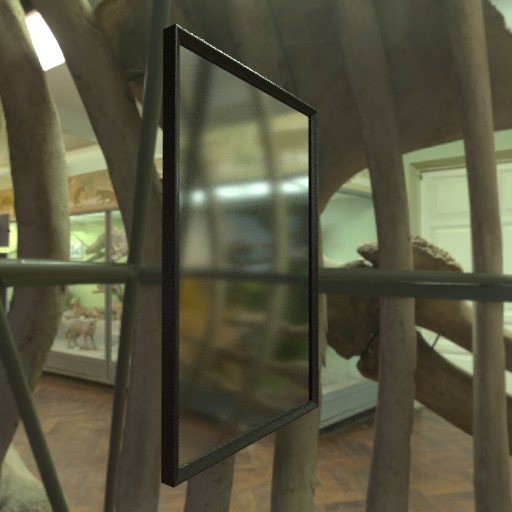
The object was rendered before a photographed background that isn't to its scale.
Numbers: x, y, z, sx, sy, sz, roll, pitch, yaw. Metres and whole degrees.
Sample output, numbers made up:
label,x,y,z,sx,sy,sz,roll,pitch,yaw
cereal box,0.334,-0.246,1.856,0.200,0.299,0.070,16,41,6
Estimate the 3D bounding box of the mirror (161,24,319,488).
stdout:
label,x,y,z,sx,sy,sz,roll,pitch,yaw
mirror,0.000,0.000,1.132,0.041,0.915,0.609,-1,-1,35
